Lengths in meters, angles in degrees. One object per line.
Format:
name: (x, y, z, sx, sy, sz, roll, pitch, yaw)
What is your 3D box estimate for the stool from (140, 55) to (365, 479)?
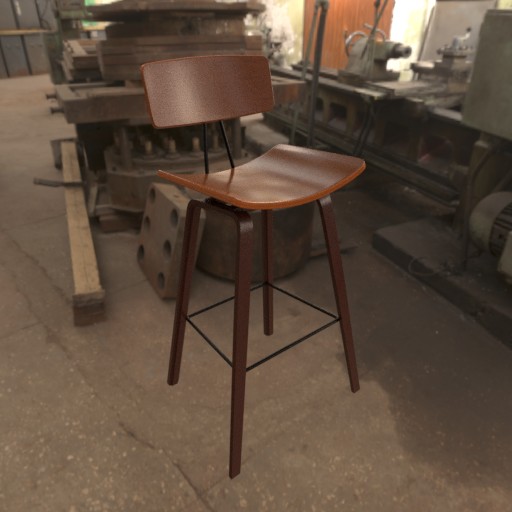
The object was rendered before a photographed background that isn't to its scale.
stool: (0.000, 0.000, 1.209, 0.509, 0.969, 0.440, -21, 35, -33)
